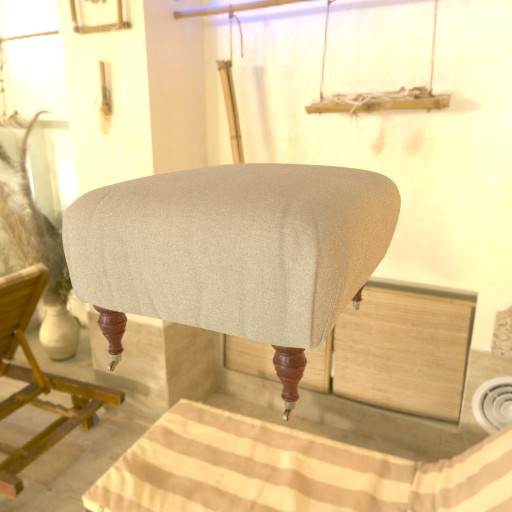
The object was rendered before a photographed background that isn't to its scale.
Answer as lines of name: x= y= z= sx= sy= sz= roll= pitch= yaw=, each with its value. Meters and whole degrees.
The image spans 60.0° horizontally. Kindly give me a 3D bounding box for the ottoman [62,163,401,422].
ottoman: x=0.000 y=0.000 z=1.141 sx=0.622 sy=0.450 sz=0.746 roll=7 pitch=17 yaw=24
